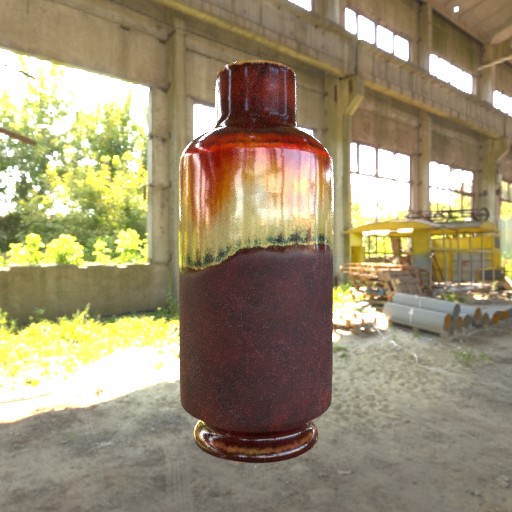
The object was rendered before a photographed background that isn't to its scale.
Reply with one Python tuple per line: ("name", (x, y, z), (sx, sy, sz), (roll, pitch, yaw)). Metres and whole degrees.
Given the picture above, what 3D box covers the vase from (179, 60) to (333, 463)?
("vase", (0.000, 0.000, 0.323), (0.111, 0.261, 0.111), (0, 0, 0))
